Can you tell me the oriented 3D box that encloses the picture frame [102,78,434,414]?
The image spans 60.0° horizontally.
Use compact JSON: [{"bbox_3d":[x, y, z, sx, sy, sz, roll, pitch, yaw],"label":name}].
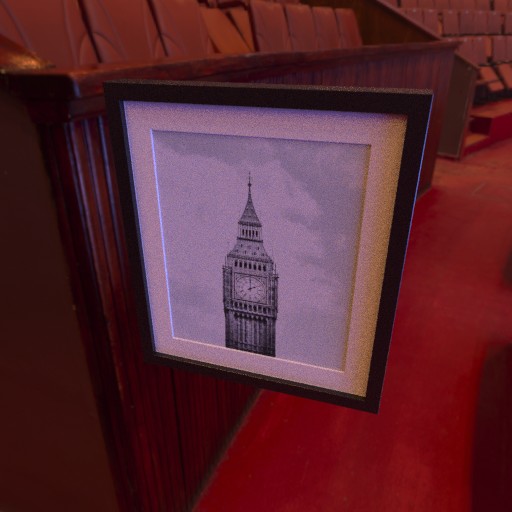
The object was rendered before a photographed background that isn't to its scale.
[{"bbox_3d":[0.000,0.000,0.523,0.328,0.378,0.034,8,28,15],"label":"picture frame"}]
